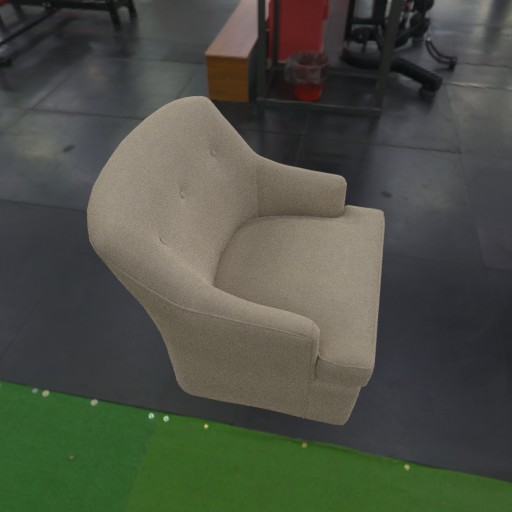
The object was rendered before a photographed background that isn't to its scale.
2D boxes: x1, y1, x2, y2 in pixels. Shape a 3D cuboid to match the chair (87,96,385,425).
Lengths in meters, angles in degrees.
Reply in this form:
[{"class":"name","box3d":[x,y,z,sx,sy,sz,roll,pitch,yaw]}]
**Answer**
[{"class":"chair","box3d":[0.000,0.000,1.645,0.923,0.856,0.864,10,47,10]}]
